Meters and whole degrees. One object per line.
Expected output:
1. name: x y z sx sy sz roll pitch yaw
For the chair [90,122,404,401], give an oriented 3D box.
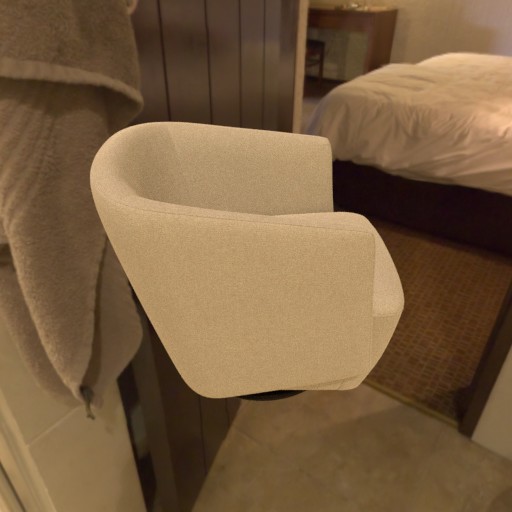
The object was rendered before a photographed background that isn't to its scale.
1. chair: 0.000 0.000 1.642 0.986 0.861 0.822 -1 33 -1
